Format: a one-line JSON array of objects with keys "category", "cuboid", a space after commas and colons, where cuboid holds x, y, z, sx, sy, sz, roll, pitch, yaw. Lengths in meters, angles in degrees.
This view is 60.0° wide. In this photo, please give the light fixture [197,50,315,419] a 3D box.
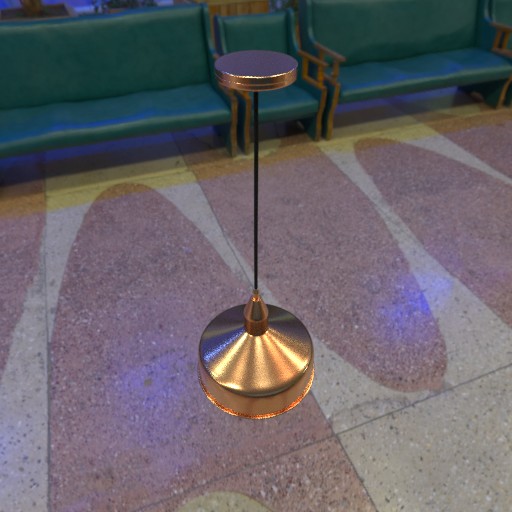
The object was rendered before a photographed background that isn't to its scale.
[{"category": "light fixture", "cuboid": [0.000, 0.000, 0.899, 0.301, 0.754, 0.301, -13, 43, -14]}]
